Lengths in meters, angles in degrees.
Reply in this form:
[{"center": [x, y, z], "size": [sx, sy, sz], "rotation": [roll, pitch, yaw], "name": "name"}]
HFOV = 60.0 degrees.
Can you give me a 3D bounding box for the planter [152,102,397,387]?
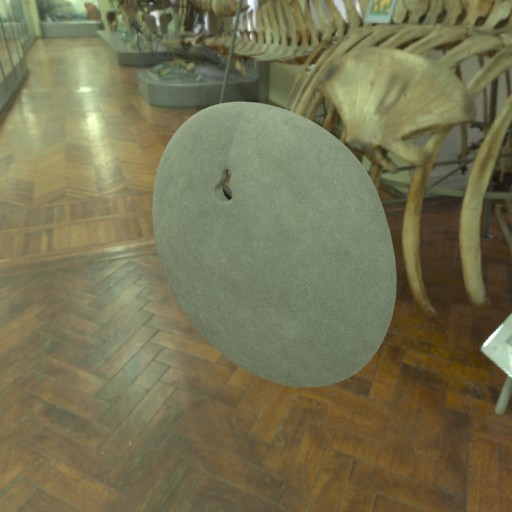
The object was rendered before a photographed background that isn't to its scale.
[{"center": [0.000, 0.000, 0.284], "size": [0.185, 0.188, 0.071], "rotation": [22, 36, 33], "name": "planter"}]
